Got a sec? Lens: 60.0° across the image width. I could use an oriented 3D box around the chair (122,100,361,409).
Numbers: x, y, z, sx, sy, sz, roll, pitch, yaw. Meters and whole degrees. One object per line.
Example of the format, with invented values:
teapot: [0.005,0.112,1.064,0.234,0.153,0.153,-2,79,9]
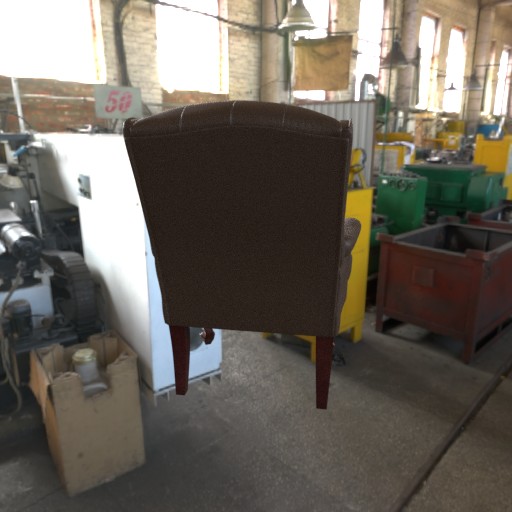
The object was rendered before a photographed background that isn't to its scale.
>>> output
chair: [0.000,0.000,1.763,0.829,1.132,0.819,3,16,9]
